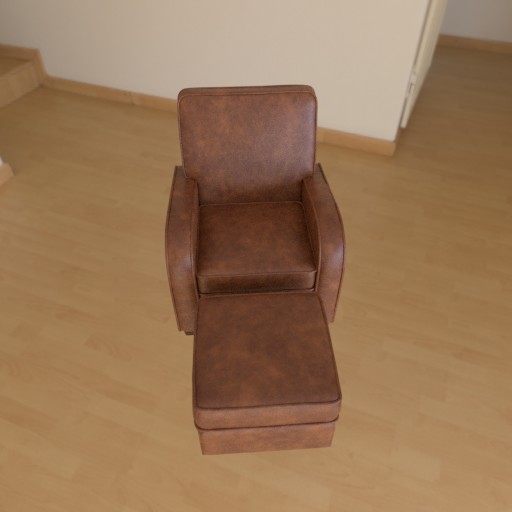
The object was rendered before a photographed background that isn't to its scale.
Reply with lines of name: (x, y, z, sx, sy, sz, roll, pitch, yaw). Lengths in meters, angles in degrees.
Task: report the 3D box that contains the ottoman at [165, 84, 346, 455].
ottoman: (0.000, 0.000, 1.851, 0.732, 0.904, 1.314, -3, 45, -3)
